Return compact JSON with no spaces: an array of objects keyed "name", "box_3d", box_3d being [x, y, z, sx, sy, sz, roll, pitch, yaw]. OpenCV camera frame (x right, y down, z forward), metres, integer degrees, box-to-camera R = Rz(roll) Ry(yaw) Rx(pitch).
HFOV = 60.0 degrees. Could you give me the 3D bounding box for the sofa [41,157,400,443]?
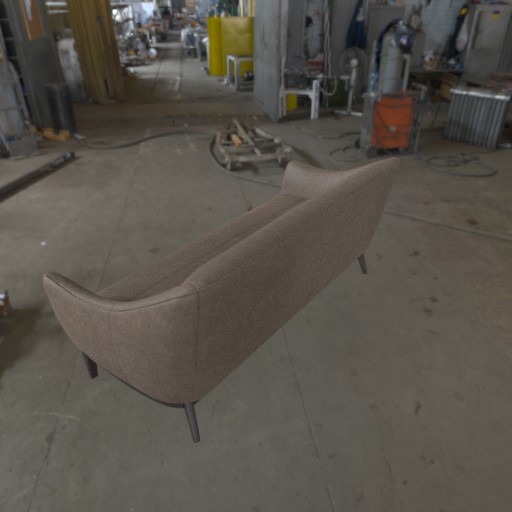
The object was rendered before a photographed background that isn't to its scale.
[{"name":"sofa","box_3d":[0.000,0.000,2.391,0.869,0.831,1.928,21,36,31]}]
